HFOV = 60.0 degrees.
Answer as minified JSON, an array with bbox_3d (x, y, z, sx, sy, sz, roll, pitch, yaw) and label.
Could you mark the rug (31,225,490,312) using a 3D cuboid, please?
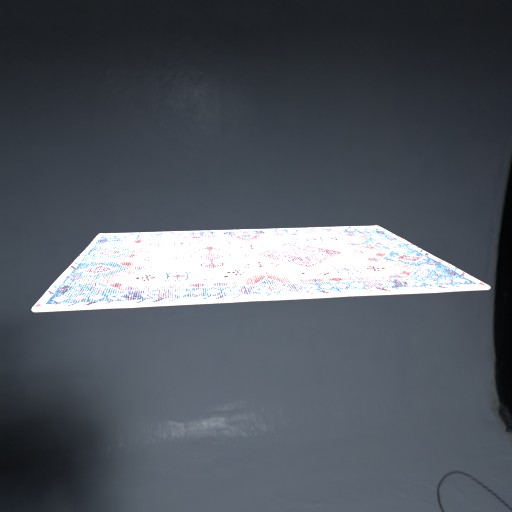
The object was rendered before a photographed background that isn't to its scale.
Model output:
[{"bbox_3d":[0.000,0.000,2.321,1.840,0.015,1.225,-2,16,-7],"label":"rug"}]
